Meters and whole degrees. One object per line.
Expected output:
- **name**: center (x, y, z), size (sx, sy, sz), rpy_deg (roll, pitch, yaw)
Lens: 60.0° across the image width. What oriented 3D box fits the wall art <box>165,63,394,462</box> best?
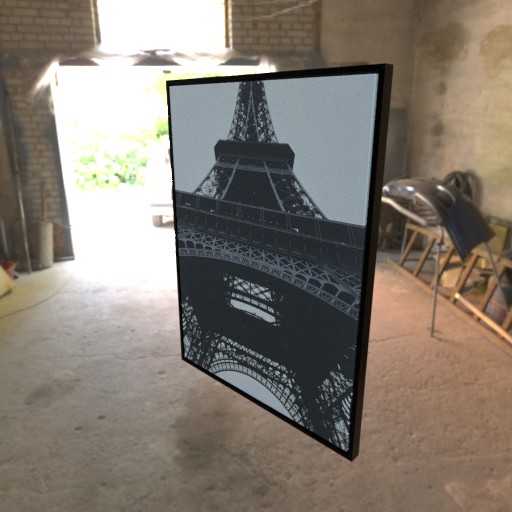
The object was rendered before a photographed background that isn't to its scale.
- **wall art**: center (0.000, 0.000, 1.395), size (0.805, 1.062, 0.040), rpy_deg (17, 24, 41)
